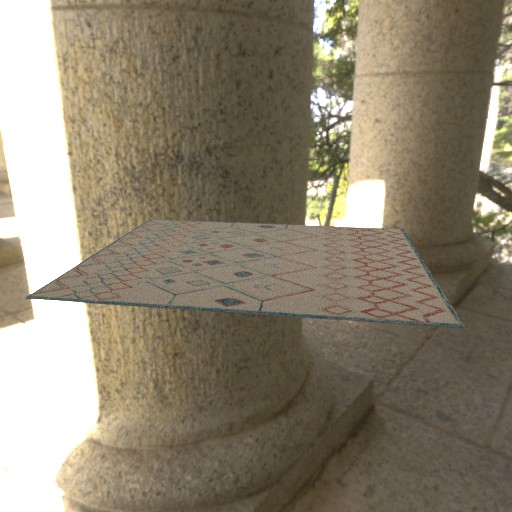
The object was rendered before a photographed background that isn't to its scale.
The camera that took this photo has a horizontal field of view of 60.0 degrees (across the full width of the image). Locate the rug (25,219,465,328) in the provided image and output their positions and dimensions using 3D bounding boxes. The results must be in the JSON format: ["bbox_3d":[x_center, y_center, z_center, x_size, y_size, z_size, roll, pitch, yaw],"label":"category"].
[{"bbox_3d":[0.000,0.000,4.162,3.050,0.016,2.441,3,19,8],"label":"rug"}]
